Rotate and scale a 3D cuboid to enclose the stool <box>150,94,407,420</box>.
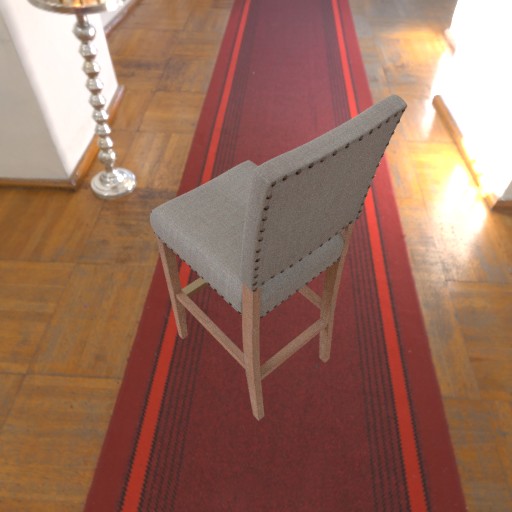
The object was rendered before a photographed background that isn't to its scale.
[{"bbox_3d":[0.000,0.000,1.494,0.445,1.203,0.585,-33,56,-26],"label":"stool"}]
